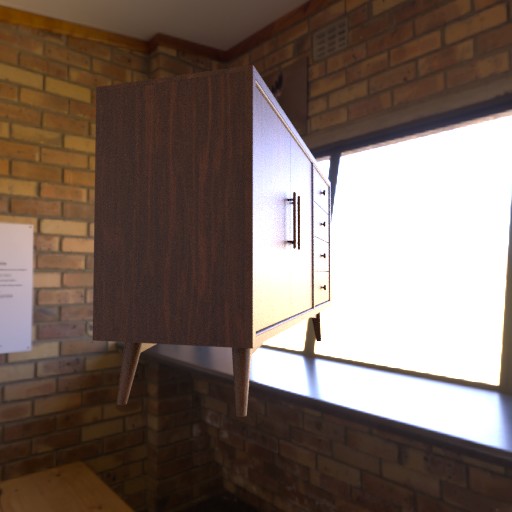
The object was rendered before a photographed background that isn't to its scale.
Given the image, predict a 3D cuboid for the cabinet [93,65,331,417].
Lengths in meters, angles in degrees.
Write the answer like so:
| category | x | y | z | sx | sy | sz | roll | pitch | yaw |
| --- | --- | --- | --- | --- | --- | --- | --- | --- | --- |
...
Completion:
| category | x | y | z | sx | sy | sz | roll | pitch | yaw |
| --- | --- | --- | --- | --- | --- | --- | --- | --- | --- |
| cabinet | 0.000 | 0.000 | 1.965 | 0.505 | 0.940 | 1.575 | -1 | -2 | 17 |
